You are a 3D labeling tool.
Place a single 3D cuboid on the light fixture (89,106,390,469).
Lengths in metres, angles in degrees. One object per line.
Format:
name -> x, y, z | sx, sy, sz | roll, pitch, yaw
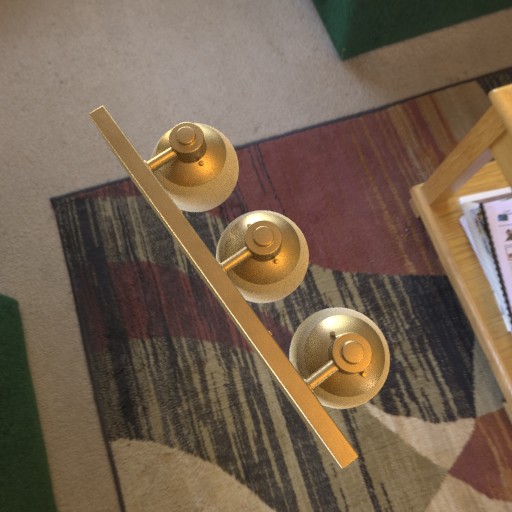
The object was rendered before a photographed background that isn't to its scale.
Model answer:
light fixture -> 0.000, 0.000, 0.856 | 0.218, 0.263, 0.721 | -35, 77, -9
